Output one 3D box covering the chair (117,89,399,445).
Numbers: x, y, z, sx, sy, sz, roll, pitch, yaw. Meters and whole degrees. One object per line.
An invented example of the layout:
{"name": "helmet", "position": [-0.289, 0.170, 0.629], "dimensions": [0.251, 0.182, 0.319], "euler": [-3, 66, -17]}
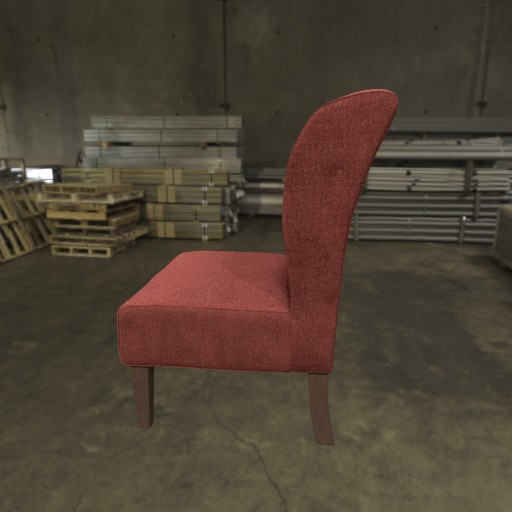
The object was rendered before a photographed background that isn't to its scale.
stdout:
{"name": "chair", "position": [0.000, 0.000, 1.261], "dimensions": [0.640, 0.846, 0.538], "euler": [2, 15, 7]}
